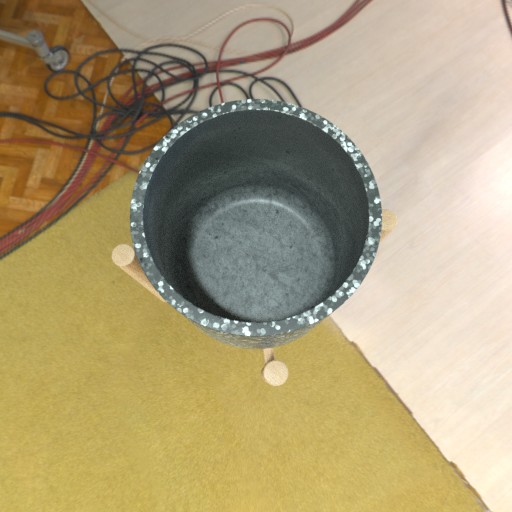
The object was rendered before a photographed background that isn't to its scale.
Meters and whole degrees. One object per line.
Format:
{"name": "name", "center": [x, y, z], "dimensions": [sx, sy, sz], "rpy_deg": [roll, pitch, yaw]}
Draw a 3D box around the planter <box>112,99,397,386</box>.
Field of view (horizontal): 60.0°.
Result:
{"name": "planter", "center": [0.000, 0.000, 0.545], "dimensions": [0.284, 0.320, 0.284], "rpy_deg": [14, 75, 4]}
